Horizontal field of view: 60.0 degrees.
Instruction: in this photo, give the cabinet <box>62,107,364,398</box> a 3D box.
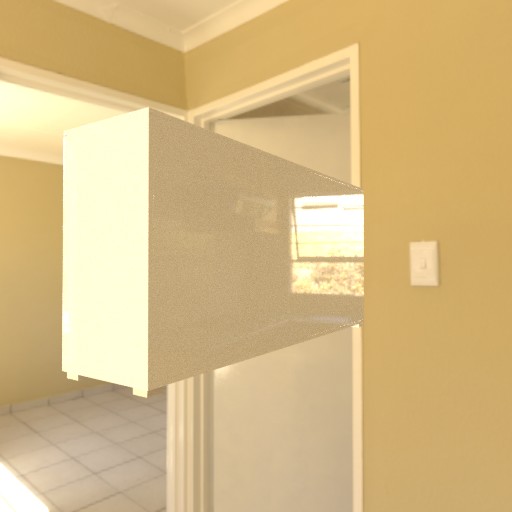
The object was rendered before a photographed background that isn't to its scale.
[{"bbox_3d":[0.000,0.000,2.012,0.400,0.800,1.650,-1,-1,34],"label":"cabinet"}]
